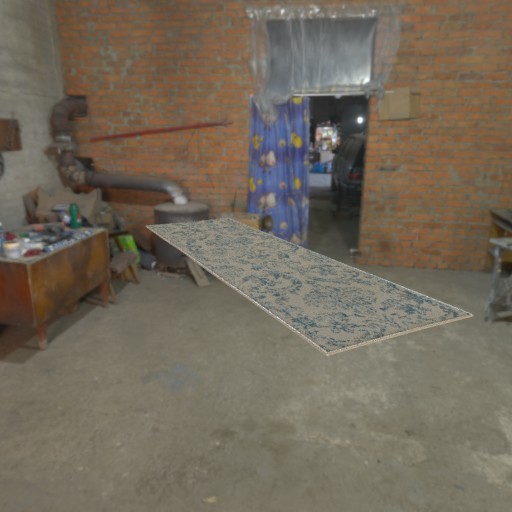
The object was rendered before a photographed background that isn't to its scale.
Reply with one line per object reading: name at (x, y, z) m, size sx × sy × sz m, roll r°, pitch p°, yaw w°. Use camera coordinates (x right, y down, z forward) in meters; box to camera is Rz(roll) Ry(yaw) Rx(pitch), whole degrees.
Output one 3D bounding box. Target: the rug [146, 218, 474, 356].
rug at (0.000, 0.000, 2.416) m, size 0.662 × 0.011 × 2.196 m, roll -8°, pitch 17°, yaw -26°
